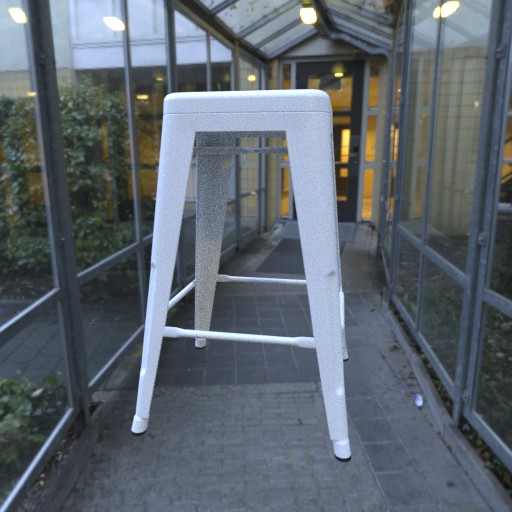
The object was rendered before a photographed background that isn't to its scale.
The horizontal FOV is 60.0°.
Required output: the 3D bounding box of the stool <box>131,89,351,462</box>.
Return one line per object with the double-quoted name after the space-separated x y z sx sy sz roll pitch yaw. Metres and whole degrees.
0.000 0.000 0.912 0.406 0.610 0.406 2 13 10 "stool"
